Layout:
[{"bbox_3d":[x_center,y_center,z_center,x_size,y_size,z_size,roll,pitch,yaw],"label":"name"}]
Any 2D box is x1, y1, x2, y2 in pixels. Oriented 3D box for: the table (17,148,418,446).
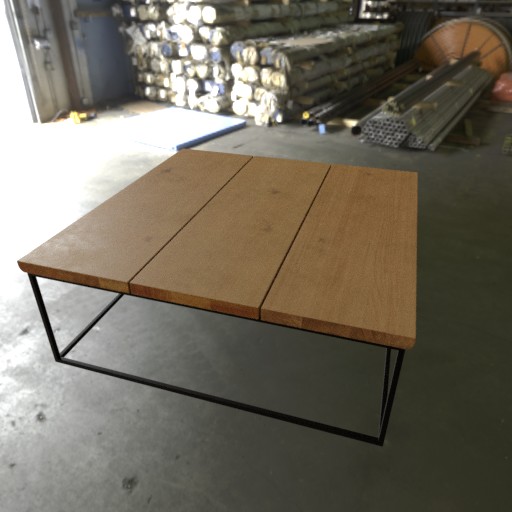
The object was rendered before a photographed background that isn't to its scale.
[{"bbox_3d":[0.000,0.000,1.688,1.100,0.400,1.100,9,32,15],"label":"table"}]
